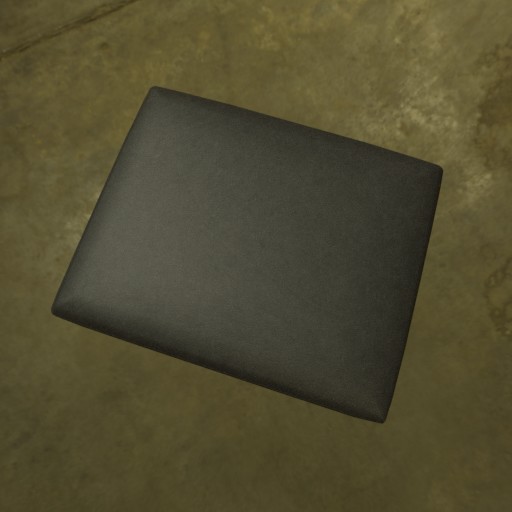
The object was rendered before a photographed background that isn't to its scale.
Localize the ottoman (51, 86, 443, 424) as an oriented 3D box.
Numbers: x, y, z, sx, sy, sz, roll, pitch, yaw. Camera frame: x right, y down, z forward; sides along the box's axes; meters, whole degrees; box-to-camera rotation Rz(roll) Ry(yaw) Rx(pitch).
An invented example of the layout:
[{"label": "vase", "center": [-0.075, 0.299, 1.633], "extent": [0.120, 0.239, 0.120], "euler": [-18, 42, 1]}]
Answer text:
[{"label": "ottoman", "center": [0.000, 0.000, 1.821], "extent": [1.187, 0.696, 0.967], "euler": [17, 75, 5]}]
